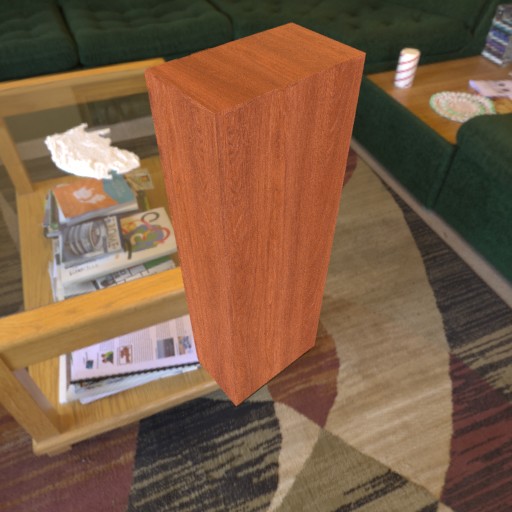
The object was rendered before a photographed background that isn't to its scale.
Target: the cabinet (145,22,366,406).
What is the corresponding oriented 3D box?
[{"bbox_3d":[0.000,0.000,2.250,0.660,1.980,0.420,-31,54,-26],"label":"cabinet"}]
